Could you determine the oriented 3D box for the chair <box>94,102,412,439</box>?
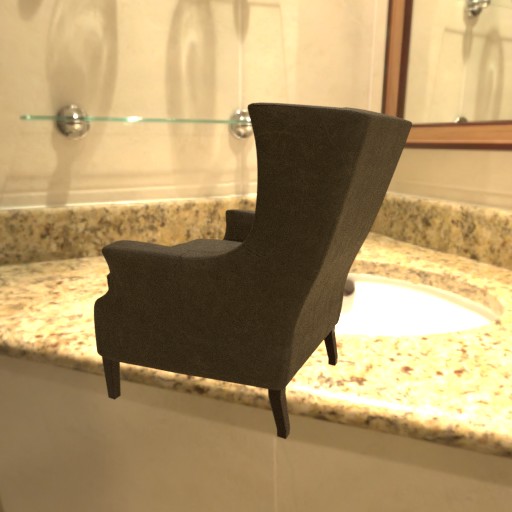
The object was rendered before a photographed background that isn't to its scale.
[{"bbox_3d":[0.000,0.000,1.628,0.926,1.016,0.853,8,17,26],"label":"chair"}]
